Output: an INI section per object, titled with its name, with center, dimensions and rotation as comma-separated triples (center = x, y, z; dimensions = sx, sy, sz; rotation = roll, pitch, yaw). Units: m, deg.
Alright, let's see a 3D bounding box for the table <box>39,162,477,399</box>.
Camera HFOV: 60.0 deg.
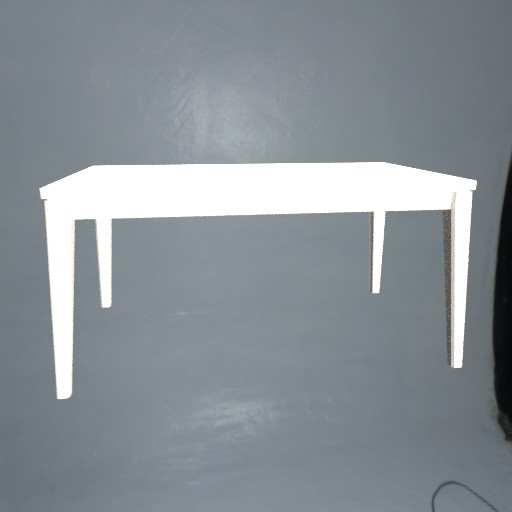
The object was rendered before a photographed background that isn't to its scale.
[table]
center = 0.000, 0.000, 2.042
dimensions = 1.600, 0.760, 0.900
rotation = -2, 17, -8
